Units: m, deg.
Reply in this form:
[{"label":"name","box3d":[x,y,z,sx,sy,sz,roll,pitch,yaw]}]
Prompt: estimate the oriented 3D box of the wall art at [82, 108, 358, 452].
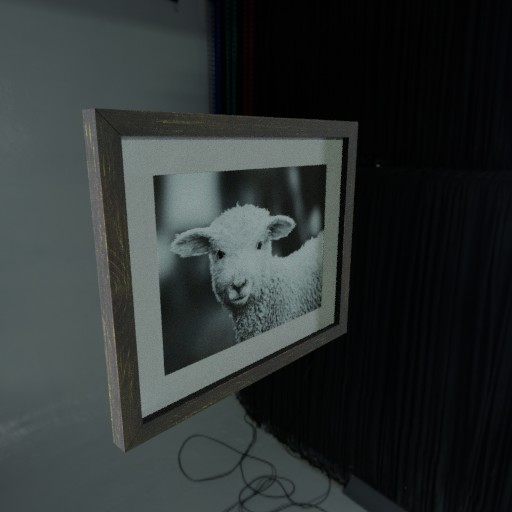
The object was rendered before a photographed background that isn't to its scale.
[{"label":"wall art","box3d":[0.000,0.000,0.765,0.032,0.457,0.558,14,20,42]}]
